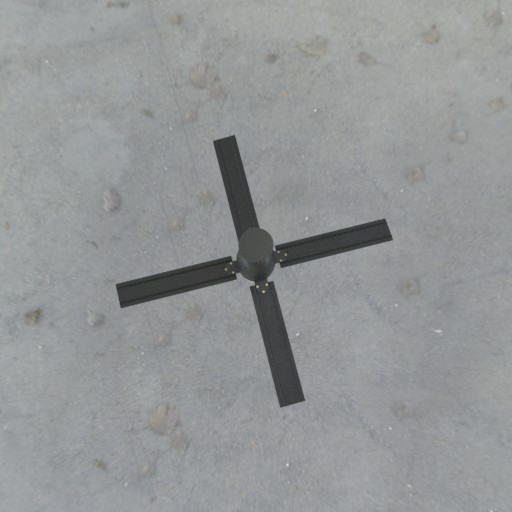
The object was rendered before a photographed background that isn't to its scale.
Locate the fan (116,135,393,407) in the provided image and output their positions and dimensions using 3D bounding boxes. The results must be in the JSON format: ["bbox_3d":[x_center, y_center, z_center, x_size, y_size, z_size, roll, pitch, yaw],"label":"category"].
[{"bbox_3d":[0.000,0.000,1.961,1.319,0.410,1.319,-15,78,-3],"label":"fan"}]
